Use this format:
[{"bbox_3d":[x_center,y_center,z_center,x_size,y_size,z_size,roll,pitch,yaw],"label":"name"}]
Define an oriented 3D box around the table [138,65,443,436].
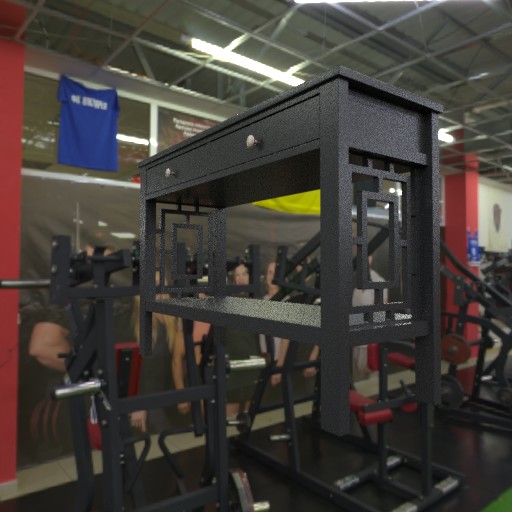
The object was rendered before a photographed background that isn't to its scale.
[{"bbox_3d":[0.000,0.000,1.430,0.397,0.753,1.068,1,-2,-37],"label":"table"}]
